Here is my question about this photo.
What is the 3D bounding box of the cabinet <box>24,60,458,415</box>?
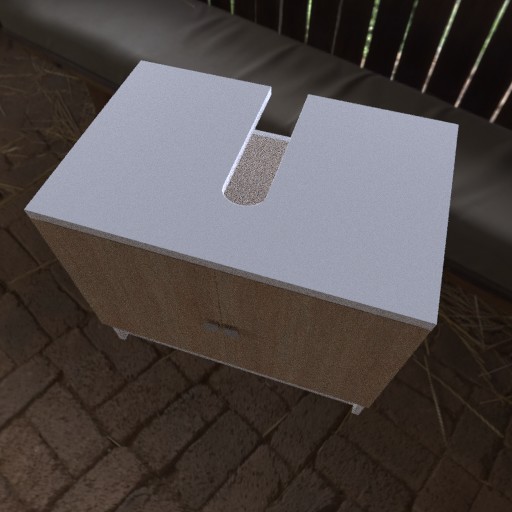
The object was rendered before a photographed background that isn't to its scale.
[{"bbox_3d":[0.000,0.000,0.924,0.600,0.522,0.400,15,58,10],"label":"cabinet"}]
